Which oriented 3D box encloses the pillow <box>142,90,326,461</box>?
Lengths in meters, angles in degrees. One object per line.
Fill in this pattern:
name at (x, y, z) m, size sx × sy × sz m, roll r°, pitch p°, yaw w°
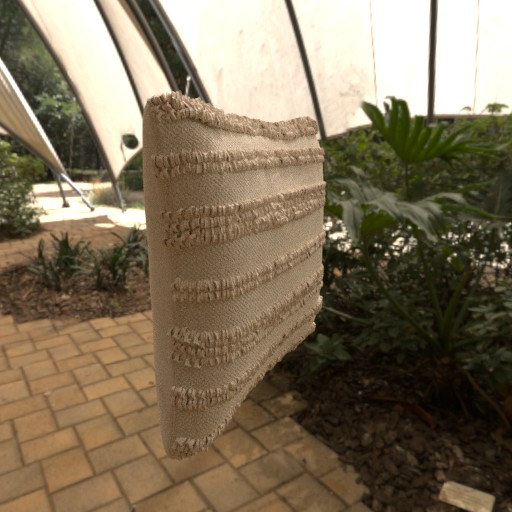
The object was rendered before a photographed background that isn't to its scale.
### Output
pillow at (0.000, 0.000, 0.658) m, size 0.145 × 0.427 × 0.437 m, roll 7°, pitch 16°, yaw 26°
